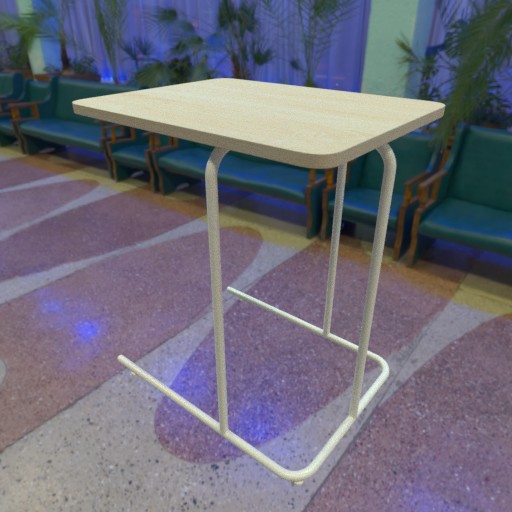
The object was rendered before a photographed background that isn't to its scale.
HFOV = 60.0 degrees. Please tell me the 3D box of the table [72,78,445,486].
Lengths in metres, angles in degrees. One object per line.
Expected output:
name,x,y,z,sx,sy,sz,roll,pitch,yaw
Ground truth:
table,0.000,0.000,0.828,0.480,0.550,0.370,22,36,33
